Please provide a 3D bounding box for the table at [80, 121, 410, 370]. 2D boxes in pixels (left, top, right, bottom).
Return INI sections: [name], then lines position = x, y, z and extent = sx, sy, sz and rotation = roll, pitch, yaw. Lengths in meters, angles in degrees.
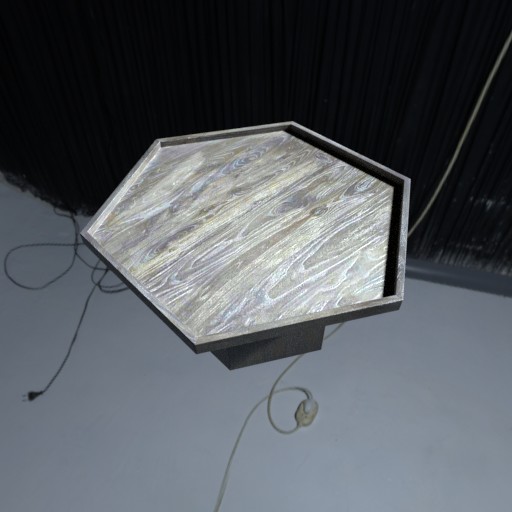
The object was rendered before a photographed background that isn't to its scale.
[table]
position = 0.000, 0.000, 1.627
extent = 0.966, 0.488, 1.115
rotation = 11, 47, 11
